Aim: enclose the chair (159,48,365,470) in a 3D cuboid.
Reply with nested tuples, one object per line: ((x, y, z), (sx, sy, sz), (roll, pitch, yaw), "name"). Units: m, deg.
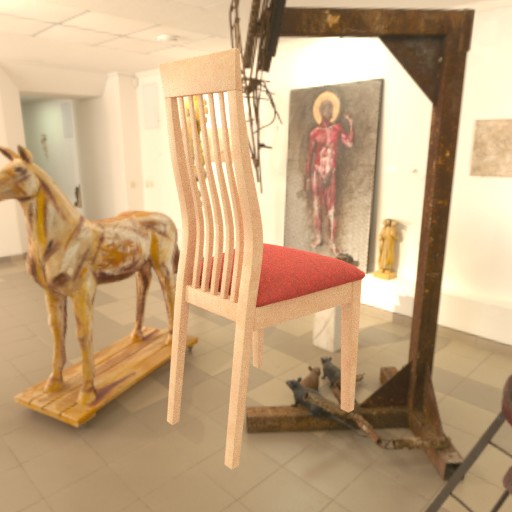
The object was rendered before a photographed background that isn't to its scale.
((0.000, 0.000, 1.293), (0.460, 1.027, 0.474), (14, 20, 43), "chair")
